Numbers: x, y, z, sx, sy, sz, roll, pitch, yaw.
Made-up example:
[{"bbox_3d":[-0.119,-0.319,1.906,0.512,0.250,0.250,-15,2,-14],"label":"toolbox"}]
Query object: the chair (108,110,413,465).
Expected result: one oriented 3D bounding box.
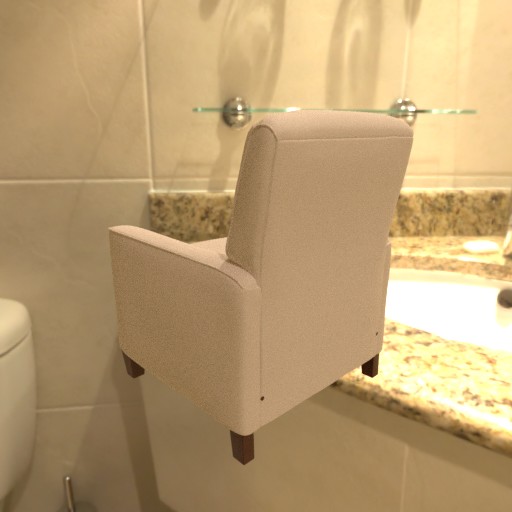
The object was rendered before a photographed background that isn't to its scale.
[{"bbox_3d":[0.000,0.000,1.678,0.841,1.028,0.858,-15,22,-42],"label":"chair"}]
